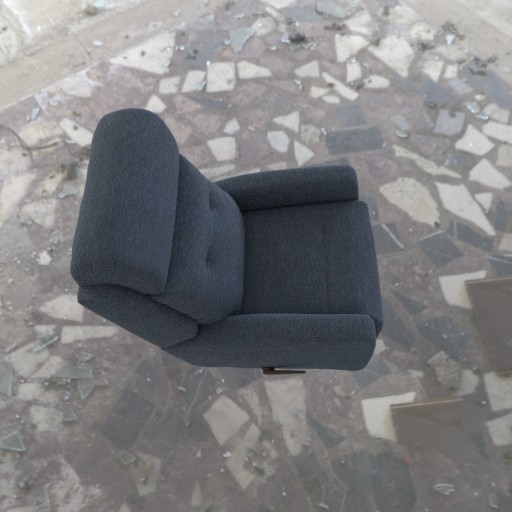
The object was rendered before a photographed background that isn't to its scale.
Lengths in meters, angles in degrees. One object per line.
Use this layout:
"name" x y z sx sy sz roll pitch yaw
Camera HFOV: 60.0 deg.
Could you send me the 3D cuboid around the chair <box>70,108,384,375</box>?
"chair" 0.000 0.000 1.704 1.043 1.013 0.798 0 65 0
